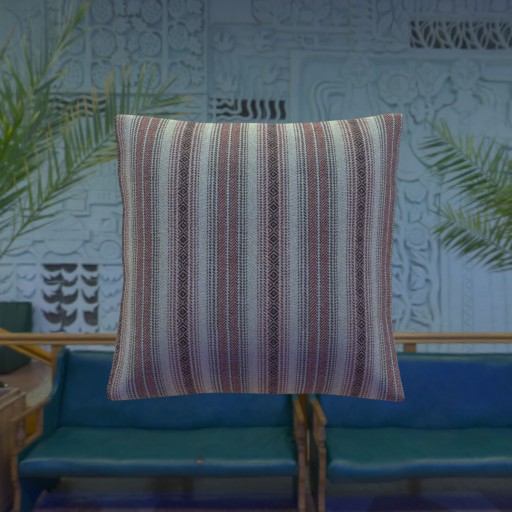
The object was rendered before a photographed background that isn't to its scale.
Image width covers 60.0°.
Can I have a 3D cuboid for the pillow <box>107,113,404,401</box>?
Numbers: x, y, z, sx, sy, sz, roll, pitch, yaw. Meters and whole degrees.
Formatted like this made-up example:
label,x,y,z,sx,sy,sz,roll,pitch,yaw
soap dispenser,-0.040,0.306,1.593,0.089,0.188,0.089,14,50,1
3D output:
label,x,y,z,sx,sy,sz,roll,pitch,yaw
pillow,0.000,0.000,0.770,0.513,0.497,0.166,0,-1,1
